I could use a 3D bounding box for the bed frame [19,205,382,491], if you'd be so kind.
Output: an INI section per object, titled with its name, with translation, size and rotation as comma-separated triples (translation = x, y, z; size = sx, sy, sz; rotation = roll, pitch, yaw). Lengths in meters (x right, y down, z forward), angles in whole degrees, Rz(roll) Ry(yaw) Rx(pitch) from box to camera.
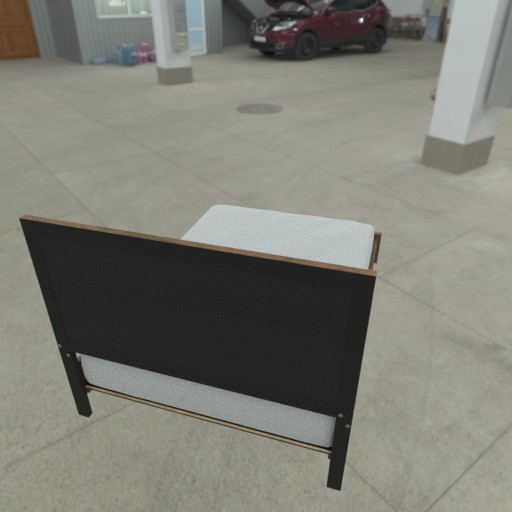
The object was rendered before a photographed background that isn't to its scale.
[bed frame]
translation = 0.000, 0.000, 3.222
size = 1.696, 1.417, 2.276
rotation = 9, 32, 15
